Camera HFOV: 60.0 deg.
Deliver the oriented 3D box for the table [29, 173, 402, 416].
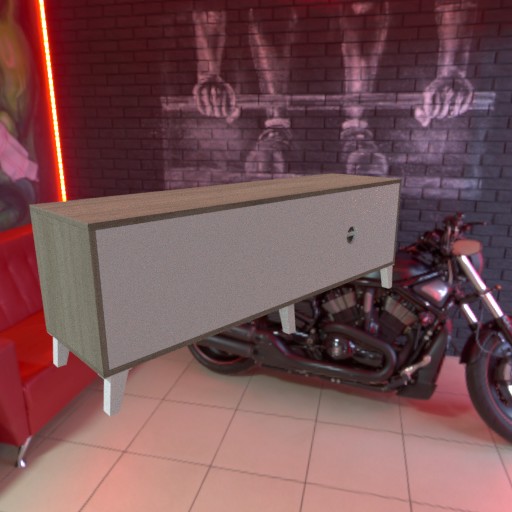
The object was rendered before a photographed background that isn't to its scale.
[{"bbox_3d":[0.000,0.000,1.760,1.500,0.530,0.400,-15,21,-42],"label":"table"}]
